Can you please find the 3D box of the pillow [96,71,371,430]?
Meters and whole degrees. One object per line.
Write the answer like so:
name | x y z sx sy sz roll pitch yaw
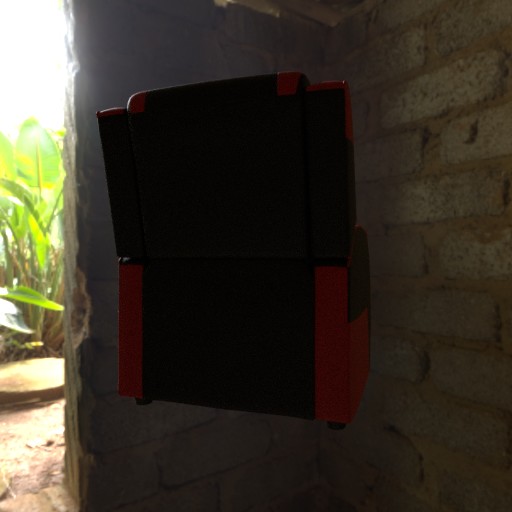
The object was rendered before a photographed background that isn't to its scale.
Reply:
pillow | 0.000 0.000 1.303 0.620 0.805 0.672 0 0 19
